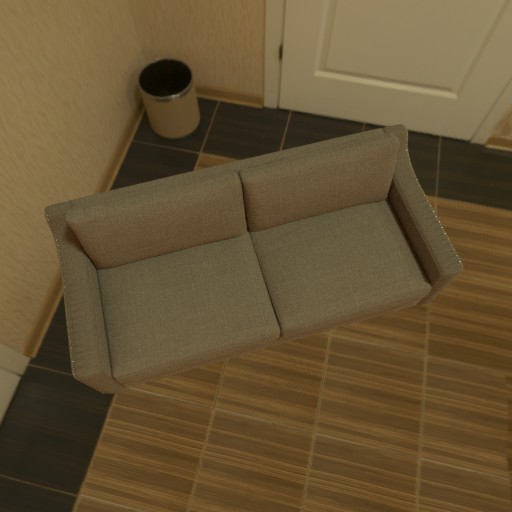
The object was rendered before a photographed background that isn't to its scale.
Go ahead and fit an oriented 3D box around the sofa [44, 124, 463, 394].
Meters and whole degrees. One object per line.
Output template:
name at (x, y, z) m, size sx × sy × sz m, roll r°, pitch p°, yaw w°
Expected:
sofa at (0.000, 0.000, 2.671) m, size 2.208 × 0.857 × 1.000 m, roll -15°, pitch 65°, yaw -7°
